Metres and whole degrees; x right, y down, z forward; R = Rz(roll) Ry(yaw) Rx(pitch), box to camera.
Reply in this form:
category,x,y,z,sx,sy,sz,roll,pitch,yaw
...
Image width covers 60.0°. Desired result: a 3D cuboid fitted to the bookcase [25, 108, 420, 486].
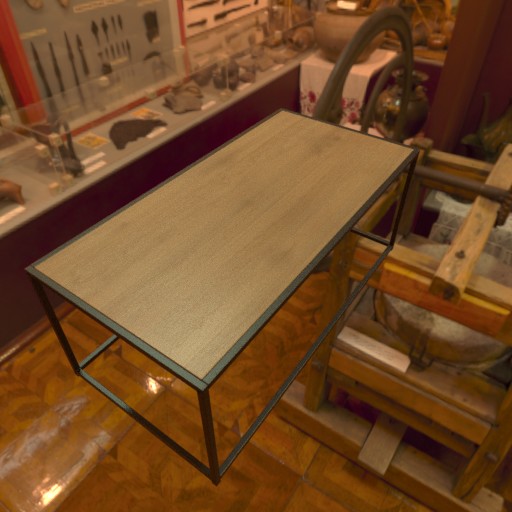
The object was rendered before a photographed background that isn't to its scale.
category,x,y,z,sx,sy,sz,roll,pitch,yaw
bookcase,0.000,0.000,1.270,0.500,0.400,1.000,26,48,26
